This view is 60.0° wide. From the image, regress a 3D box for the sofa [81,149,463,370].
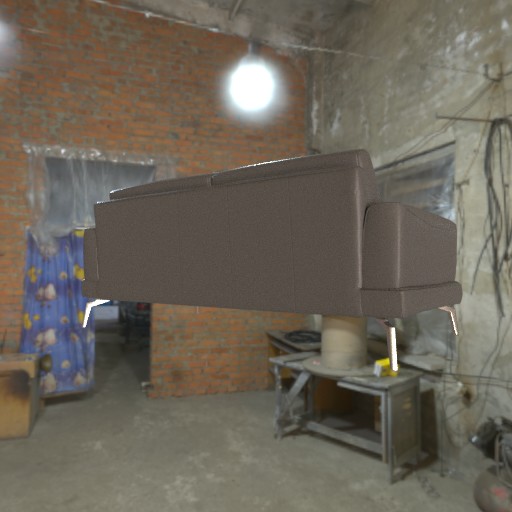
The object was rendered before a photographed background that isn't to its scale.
[{"bbox_3d":[0.000,0.000,2.741,2.177,0.930,1.121,-1,-2,36],"label":"sofa"}]
